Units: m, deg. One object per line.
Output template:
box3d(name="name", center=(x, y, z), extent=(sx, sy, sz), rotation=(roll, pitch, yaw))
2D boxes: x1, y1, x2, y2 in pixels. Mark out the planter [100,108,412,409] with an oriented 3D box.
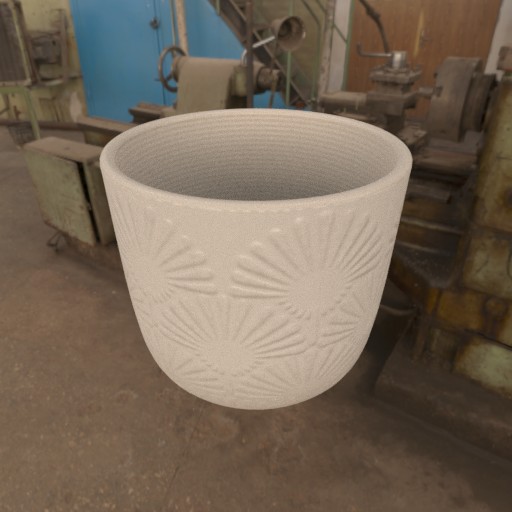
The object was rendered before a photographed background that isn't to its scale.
box3d(name="planter", center=(0.000, 0.000, 0.211), extent=(0.124, 0.109, 0.124), rotation=(0, 31, 0))
